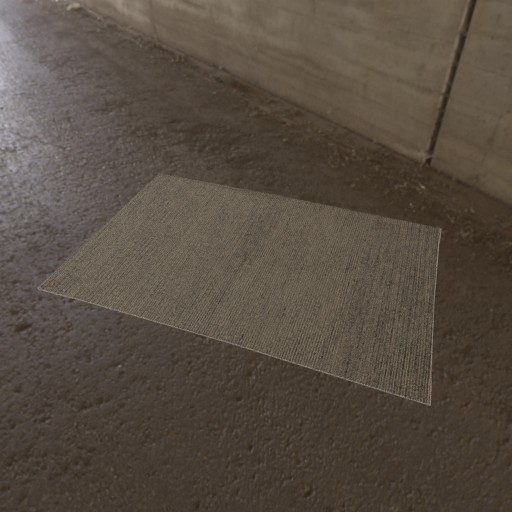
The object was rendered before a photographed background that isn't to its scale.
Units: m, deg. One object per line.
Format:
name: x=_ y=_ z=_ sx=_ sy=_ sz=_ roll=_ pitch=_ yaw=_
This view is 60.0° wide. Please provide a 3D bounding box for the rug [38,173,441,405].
rug: x=0.000 y=0.000 z=2.256 sx=1.773 sy=0.021 sz=1.149 roll=13 pitch=42 yaw=15
